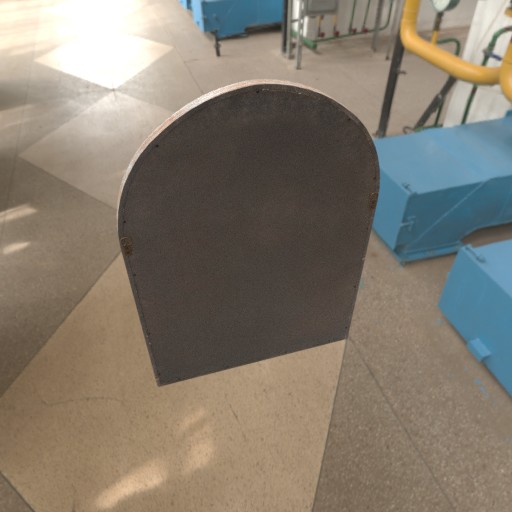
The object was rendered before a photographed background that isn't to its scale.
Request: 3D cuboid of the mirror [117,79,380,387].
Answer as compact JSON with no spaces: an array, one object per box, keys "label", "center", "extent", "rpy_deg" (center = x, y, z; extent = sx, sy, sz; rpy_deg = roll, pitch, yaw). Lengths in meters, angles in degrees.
[{"label":"mirror","center":[0.000,0.000,1.183],"extent":[0.660,0.920,0.032],"rpy_deg":[-11,43,-13]}]
